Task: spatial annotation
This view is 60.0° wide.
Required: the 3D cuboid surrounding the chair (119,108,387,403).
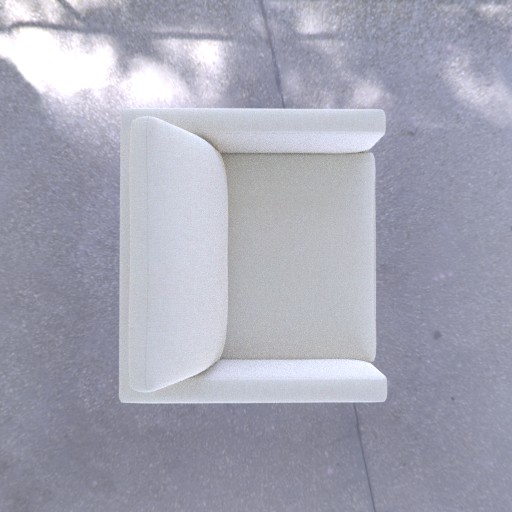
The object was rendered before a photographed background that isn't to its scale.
[{"bbox_3d":[0.000,0.000,1.618,0.875,0.806,0.964,0,89,-1],"label":"chair"}]
